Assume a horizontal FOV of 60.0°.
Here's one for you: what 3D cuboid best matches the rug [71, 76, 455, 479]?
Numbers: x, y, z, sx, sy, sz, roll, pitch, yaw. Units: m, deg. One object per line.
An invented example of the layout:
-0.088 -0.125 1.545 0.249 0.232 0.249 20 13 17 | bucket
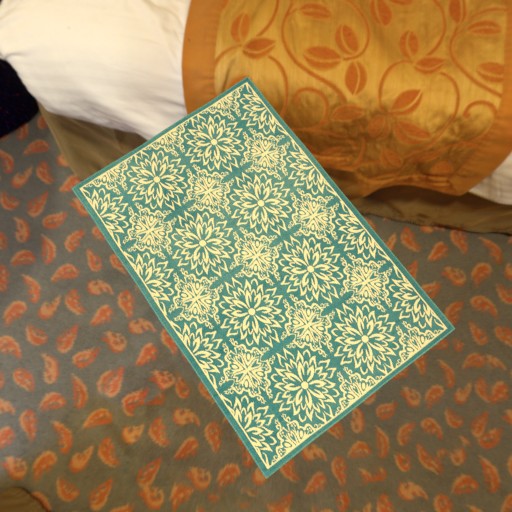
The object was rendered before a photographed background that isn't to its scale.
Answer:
0.000 0.000 3.588 1.830 0.018 2.769 -35 79 -8 | rug
